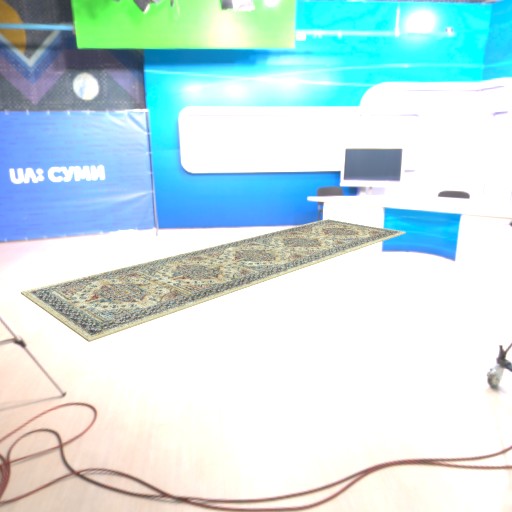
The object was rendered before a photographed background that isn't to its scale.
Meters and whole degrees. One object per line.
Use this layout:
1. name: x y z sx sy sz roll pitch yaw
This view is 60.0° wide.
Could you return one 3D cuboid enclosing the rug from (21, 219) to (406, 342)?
1. rug: 0.000 0.000 2.521 0.661 0.013 2.297 15 22 42
